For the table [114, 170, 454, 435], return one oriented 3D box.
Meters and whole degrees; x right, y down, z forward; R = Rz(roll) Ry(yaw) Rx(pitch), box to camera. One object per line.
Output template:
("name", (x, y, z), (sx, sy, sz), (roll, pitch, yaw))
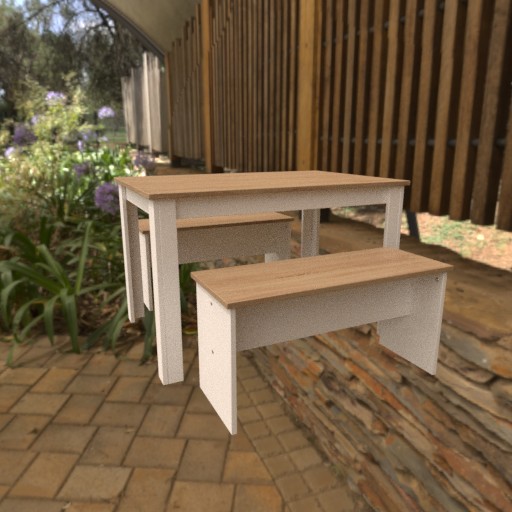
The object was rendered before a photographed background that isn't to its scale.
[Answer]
("table", (0.000, 0.000, 2.039), (1.100, 0.700, 1.443), (-7, 16, -25))
